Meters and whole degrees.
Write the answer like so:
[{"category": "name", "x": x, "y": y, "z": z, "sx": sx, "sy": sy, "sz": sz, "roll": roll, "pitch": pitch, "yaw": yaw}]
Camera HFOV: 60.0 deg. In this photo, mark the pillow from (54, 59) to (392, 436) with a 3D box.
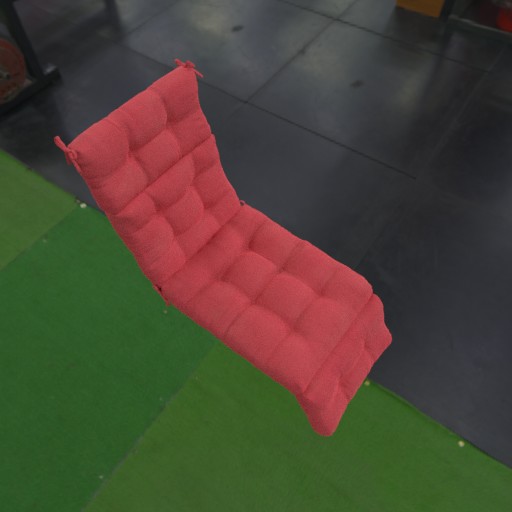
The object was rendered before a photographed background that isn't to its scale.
[{"category": "pillow", "x": 0.000, "y": 0.000, "z": 1.484, "sx": 1.016, "sy": 0.863, "sz": 0.526, "roll": 33, "pitch": 62, "yaw": 20}]
